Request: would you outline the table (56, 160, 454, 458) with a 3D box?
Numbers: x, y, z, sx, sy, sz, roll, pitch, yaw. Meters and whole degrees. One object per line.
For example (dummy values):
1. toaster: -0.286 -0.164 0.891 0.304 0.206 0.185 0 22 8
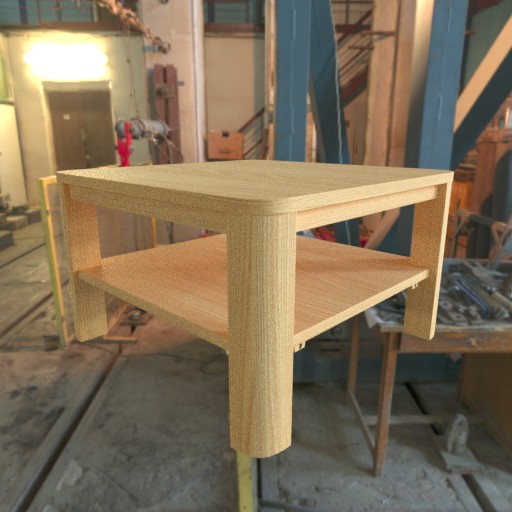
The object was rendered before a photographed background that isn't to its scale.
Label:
1. table: 0.000 0.000 1.192 0.750 0.450 0.750 14 21 42
